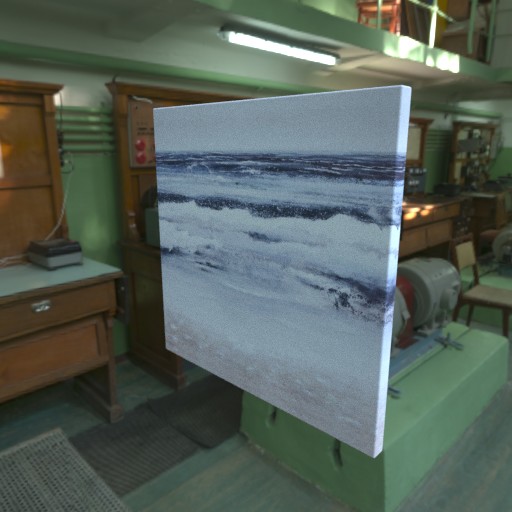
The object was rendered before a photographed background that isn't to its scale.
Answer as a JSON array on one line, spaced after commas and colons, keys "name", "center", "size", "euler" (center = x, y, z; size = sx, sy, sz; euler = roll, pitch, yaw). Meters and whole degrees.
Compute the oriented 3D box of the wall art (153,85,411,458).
[{"name": "wall art", "center": [0.000, 0.000, 1.124], "size": [0.755, 0.747, 0.065], "euler": [13, 19, 42]}]
